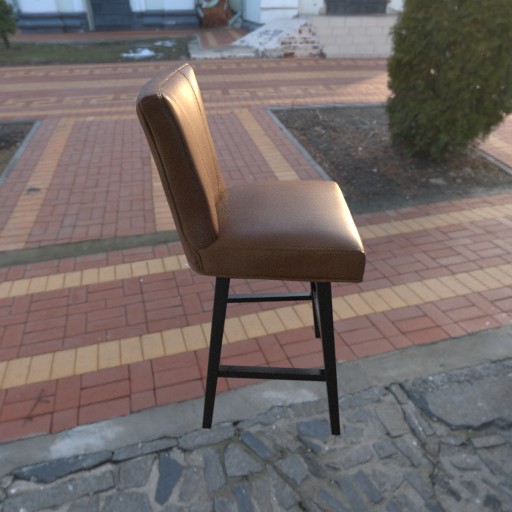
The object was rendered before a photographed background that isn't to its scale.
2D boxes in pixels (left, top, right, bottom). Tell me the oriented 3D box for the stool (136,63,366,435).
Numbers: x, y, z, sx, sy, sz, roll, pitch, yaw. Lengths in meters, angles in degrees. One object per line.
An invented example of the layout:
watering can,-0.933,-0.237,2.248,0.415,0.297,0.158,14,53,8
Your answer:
stool,0.000,0.000,1.431,0.585,1.094,0.522,0,31,0
